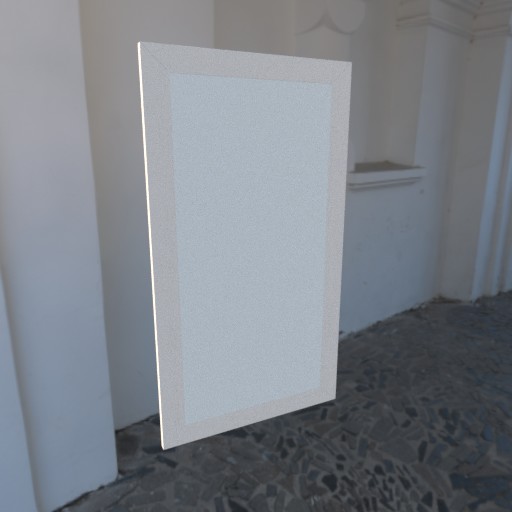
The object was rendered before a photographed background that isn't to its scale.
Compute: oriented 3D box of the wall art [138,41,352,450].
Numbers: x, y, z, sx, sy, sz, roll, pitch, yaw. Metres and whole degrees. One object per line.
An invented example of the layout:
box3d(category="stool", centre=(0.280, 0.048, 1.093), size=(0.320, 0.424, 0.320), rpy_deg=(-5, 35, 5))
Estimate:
box3d(category="wall art", centre=(0.000, 0.000, 0.809), size=(0.380, 0.683, 0.013), rpy_deg=(-7, 16, -25))
